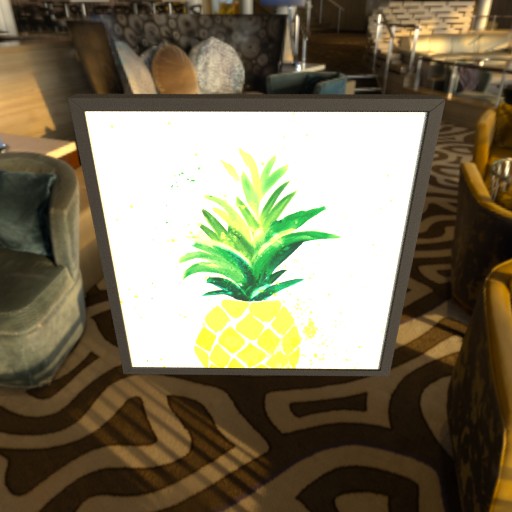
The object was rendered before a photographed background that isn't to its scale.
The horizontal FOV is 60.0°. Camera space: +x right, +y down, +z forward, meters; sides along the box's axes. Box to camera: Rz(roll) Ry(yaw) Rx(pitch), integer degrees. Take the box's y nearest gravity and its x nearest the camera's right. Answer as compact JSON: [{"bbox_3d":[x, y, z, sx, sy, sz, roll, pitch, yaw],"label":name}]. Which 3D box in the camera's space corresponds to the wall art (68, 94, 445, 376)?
[{"bbox_3d":[0.000,0.000,0.737,0.508,0.507,0.033,0,30,1],"label":"wall art"}]
